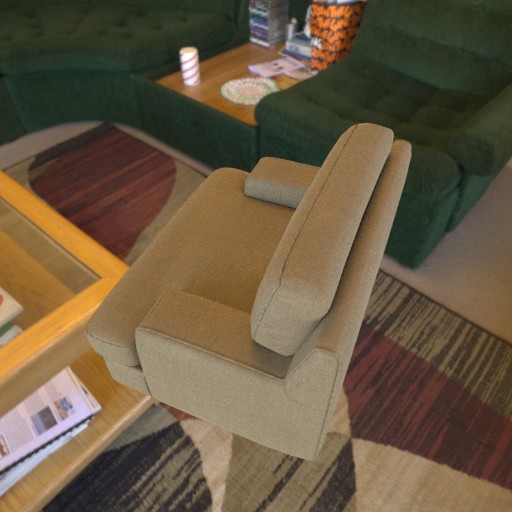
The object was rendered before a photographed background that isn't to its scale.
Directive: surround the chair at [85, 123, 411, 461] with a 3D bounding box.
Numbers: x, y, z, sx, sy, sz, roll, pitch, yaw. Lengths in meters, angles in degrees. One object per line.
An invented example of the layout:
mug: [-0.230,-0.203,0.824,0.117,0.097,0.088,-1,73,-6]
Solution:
chair: [0.000,0.000,1.987,1.043,0.974,1.270,17,48,16]
